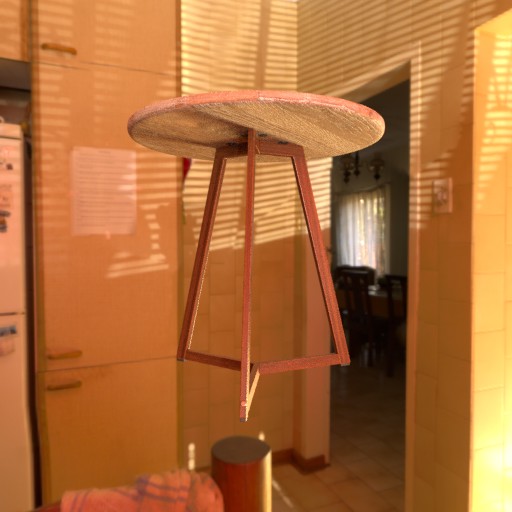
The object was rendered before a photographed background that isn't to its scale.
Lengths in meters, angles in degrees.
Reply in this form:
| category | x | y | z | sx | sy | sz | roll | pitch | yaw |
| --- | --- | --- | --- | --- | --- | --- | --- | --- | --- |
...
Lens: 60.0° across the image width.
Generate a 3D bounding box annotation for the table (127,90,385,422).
| category | x | y | z | sx | sy | sz | roll | pitch | yaw |
| --- | --- | --- | --- | --- | --- | --- | --- | --- | --- |
| table | 0.000 | 0.000 | 0.903 | 0.500 | 0.500 | 0.500 | 0 | 2 | 0 |
